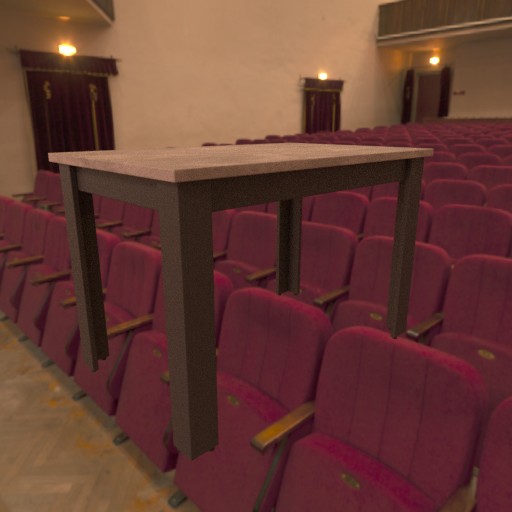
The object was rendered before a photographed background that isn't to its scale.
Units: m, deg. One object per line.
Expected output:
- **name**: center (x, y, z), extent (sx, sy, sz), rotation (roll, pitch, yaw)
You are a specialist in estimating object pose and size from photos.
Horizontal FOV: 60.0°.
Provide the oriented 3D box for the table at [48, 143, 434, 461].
- **table**: center (0.000, 0.000, 1.585), extent (1.100, 0.734, 0.700), rotation (-15, 22, -41)
